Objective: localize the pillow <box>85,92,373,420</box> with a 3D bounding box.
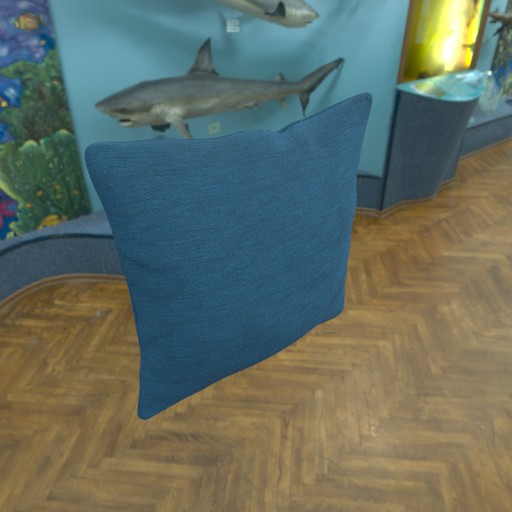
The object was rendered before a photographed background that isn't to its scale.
[{"bbox_3d":[0.000,0.000,0.663,0.437,0.420,0.177,-22,37,-31],"label":"pillow"}]
